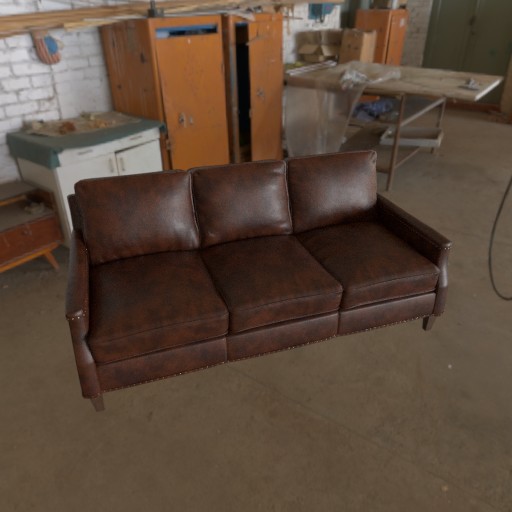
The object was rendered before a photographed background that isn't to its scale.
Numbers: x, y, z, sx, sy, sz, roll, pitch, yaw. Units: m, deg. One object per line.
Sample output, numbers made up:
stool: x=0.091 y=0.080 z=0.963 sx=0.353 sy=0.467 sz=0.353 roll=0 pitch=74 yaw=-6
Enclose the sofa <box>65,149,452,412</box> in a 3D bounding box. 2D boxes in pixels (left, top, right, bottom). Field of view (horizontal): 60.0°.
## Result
sofa: x=0.000 y=0.000 z=2.830 sx=2.240 sy=1.003 sz=1.084 roll=-10 pitch=32 yaw=-16
